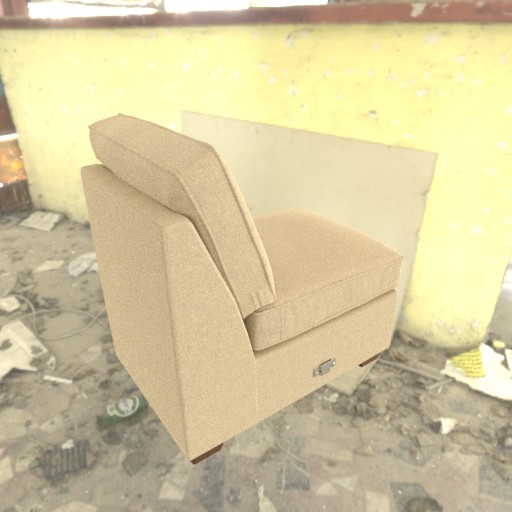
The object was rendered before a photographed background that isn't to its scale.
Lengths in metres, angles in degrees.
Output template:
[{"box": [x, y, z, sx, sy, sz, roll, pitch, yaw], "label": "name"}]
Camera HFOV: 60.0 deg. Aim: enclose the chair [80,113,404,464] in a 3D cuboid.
[{"box": [0.000, 0.000, 1.561, 0.938, 0.970, 0.621, -18, 32, -32], "label": "chair"}]
